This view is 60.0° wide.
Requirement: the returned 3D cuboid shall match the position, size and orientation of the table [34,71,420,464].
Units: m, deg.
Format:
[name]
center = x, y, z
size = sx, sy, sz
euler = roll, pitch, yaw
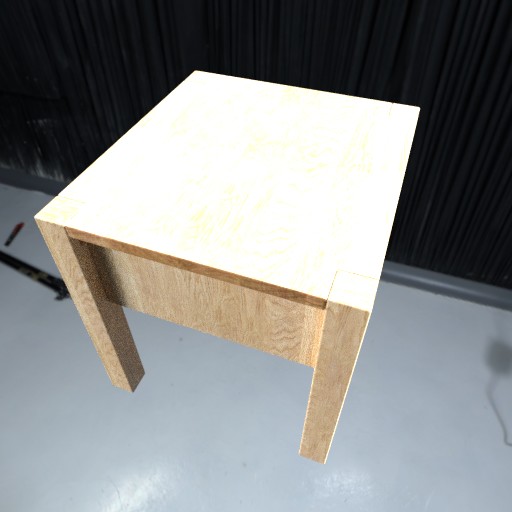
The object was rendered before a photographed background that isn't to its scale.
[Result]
[table]
center = 0.000, 0.000, 0.840
size = 0.440, 0.450, 0.480
euler = 15, 48, 14
